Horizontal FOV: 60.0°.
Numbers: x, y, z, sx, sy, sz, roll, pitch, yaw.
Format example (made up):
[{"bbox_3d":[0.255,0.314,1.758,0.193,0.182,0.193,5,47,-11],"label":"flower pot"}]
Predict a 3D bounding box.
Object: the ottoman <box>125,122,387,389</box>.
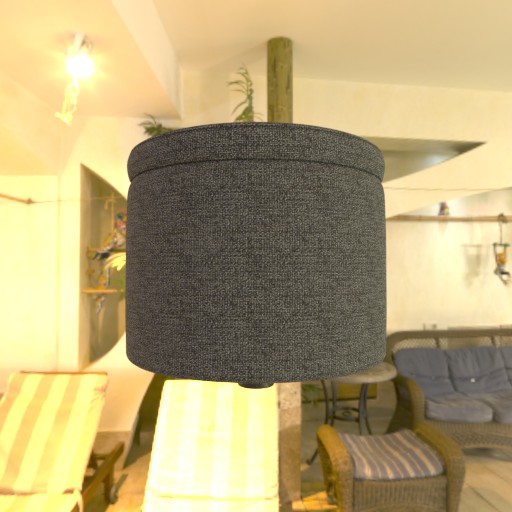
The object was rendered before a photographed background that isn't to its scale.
[{"bbox_3d":[0.000,0.000,0.922,0.520,0.430,0.520,0,-1,0],"label":"ottoman"}]
